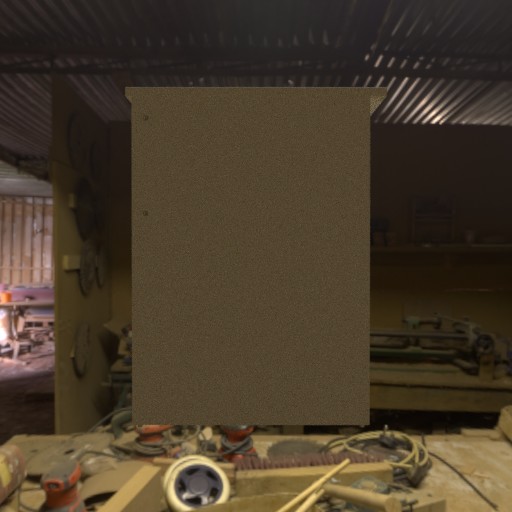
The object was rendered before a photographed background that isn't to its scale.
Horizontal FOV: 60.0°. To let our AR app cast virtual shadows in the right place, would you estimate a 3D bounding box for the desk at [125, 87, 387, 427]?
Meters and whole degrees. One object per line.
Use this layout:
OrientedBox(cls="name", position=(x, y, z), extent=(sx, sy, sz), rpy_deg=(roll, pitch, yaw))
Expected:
OrientedBox(cls="desk", position=(0.000, 0.000, 1.496), extent=(0.560, 0.730, 1.096), rpy_deg=(0, 0, 0))
